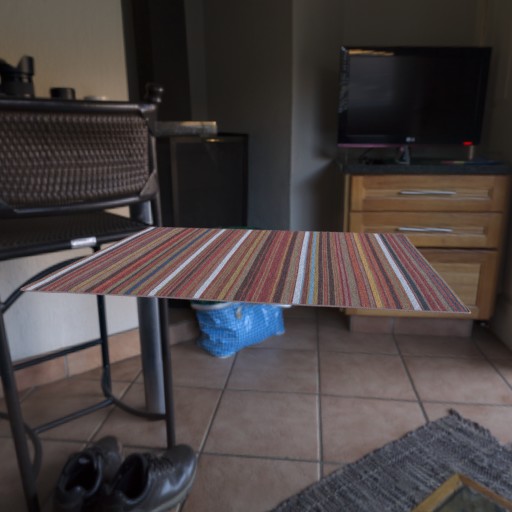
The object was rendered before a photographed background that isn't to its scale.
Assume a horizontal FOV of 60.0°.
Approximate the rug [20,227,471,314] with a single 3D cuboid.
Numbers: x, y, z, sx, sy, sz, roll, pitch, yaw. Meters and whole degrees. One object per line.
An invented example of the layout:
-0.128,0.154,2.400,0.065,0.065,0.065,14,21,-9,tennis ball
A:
0.000,0.000,4.147,3.092,0.023,2.479,2,15,9,rug
